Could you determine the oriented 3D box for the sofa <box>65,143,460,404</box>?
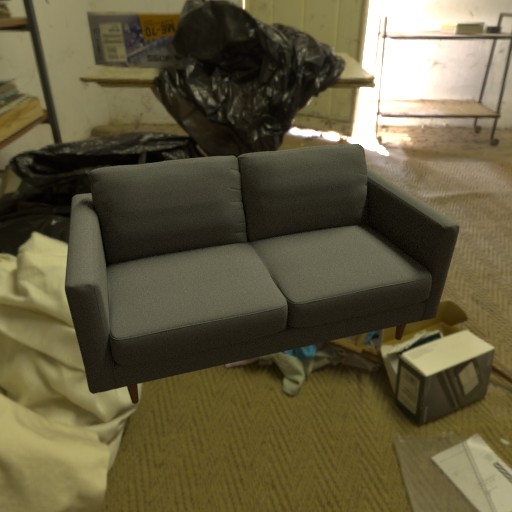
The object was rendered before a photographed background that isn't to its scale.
[{"bbox_3d":[0.000,0.000,2.248,1.713,0.866,0.940,-9,32,-15],"label":"sofa"}]
